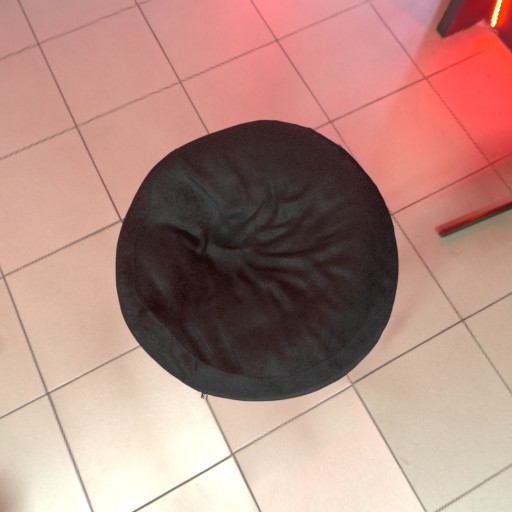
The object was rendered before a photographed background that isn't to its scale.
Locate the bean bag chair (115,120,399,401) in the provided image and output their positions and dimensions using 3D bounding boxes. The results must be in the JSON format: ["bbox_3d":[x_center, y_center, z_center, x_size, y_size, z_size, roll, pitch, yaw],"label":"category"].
[{"bbox_3d":[0.000,0.000,2.391,1.525,0.751,1.525,0,73,0],"label":"bean bag chair"}]
